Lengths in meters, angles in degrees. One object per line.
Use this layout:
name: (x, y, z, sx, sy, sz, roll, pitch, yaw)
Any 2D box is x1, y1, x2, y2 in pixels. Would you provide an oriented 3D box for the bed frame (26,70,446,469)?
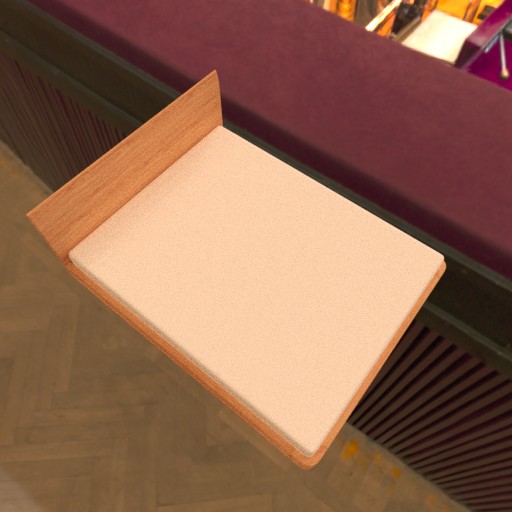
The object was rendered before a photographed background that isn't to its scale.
bed frame: (0.000, 0.000, 2.970, 2.092, 0.940, 1.660, 34, 65, 19)
